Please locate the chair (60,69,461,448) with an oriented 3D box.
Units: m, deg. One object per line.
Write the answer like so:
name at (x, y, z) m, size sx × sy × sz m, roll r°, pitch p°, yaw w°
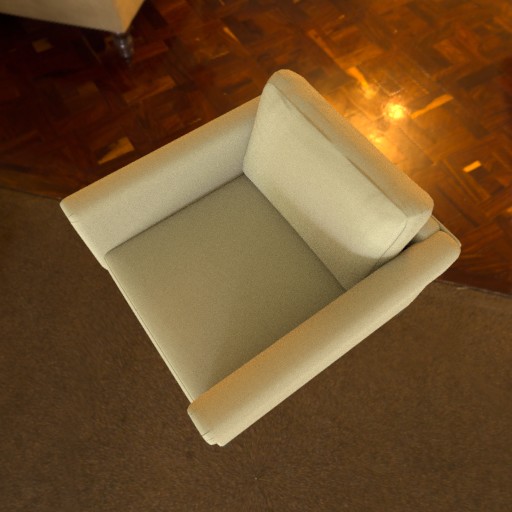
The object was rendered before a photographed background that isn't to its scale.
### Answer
chair at (0.000, 0.000, 1.617) m, size 0.959 × 0.838 × 0.914 m, roll -33°, pitch 68°, yaw -15°
